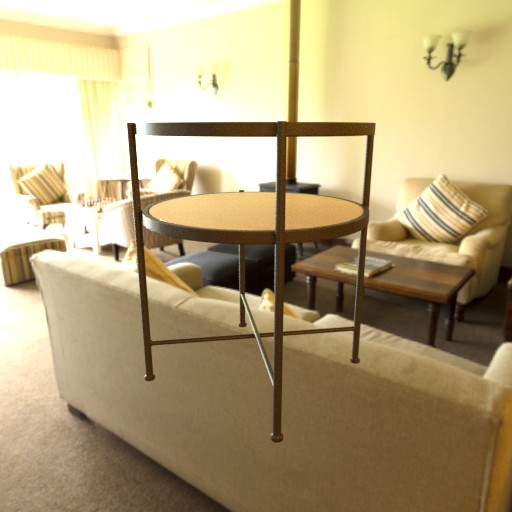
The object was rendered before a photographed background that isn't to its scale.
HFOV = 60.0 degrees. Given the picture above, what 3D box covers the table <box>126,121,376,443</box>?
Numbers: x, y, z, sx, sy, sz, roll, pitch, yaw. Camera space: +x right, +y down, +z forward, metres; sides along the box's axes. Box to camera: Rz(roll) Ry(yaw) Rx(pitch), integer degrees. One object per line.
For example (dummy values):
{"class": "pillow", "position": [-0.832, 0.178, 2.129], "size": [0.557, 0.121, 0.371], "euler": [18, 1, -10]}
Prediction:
{"class": "table", "position": [0.000, 0.000, 1.187], "size": [0.629, 0.684, 0.628], "euler": [-3, 16, -9]}
